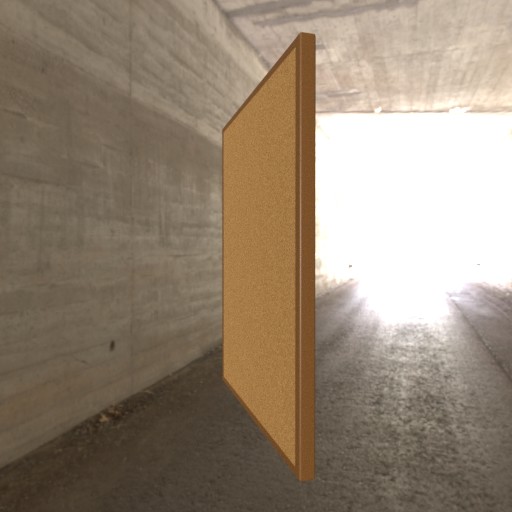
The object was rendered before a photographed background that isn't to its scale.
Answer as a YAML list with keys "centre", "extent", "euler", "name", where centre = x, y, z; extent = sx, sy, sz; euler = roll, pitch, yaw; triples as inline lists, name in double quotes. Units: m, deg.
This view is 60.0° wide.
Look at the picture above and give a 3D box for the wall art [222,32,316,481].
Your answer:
- centre: [0.000, 0.000, 0.759]
  extent: [0.021, 0.550, 0.449]
  euler: [0, 1, -17]
  name: "wall art"
